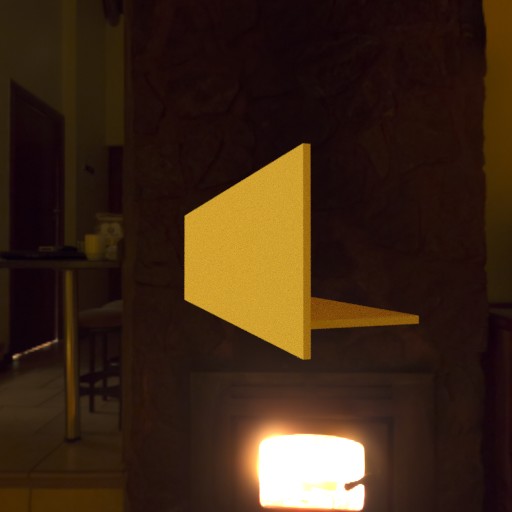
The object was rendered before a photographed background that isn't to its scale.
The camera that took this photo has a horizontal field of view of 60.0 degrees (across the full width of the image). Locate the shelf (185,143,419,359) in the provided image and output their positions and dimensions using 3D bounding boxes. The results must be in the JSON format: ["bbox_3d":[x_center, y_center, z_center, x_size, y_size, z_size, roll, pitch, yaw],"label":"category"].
[{"bbox_3d":[0.000,0.000,1.129,0.200,0.300,1.020,0,-1,-18],"label":"shelf"}]
